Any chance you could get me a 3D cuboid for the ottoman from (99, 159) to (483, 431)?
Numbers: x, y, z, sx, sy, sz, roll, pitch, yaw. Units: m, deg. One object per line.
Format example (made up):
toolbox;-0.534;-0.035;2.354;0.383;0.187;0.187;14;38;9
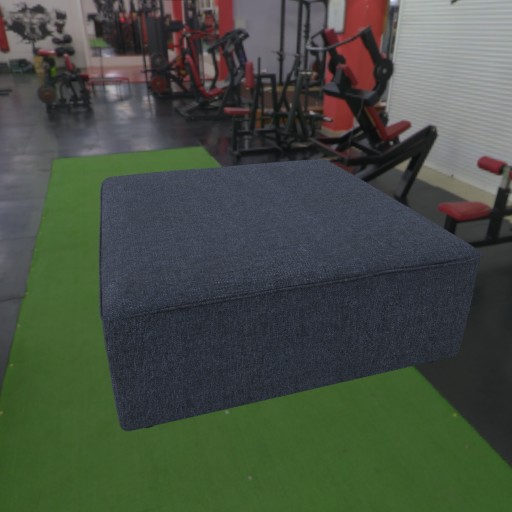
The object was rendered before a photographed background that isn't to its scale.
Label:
ottoman;0.000;0.000;1.565;1.017;0.423;1.023;-8;28;-15
